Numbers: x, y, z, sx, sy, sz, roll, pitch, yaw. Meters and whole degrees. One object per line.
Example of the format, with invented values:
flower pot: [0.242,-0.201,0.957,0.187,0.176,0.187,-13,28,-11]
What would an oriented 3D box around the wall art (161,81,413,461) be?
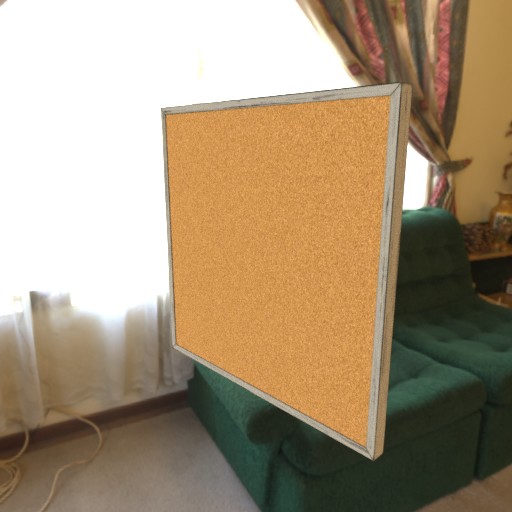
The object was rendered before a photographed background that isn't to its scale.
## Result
wall art: [0.000,0.000,1.131,0.037,0.761,0.761,-13,19,-42]
